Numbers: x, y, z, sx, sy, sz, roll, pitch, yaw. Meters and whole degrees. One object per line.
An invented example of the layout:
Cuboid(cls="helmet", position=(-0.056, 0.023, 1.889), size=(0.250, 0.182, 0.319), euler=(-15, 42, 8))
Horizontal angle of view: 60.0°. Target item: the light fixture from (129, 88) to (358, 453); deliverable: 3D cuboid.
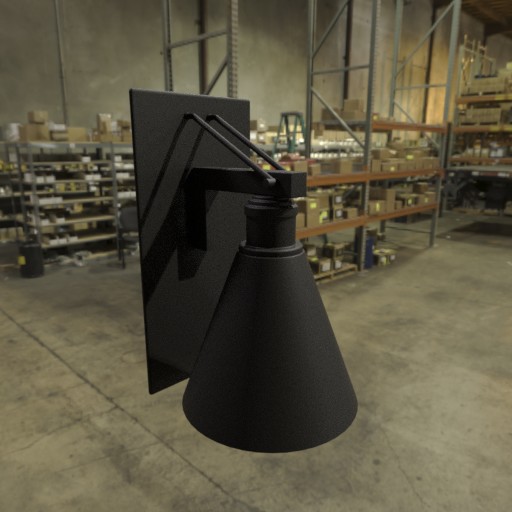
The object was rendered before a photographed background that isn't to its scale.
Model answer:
Cuboid(cls="light fixture", position=(0.000, 0.000, 0.416), size=(0.207, 0.298, 0.170), euler=(13, 19, 43))
